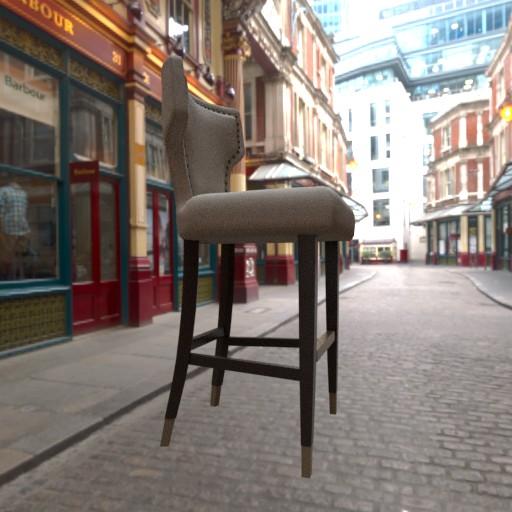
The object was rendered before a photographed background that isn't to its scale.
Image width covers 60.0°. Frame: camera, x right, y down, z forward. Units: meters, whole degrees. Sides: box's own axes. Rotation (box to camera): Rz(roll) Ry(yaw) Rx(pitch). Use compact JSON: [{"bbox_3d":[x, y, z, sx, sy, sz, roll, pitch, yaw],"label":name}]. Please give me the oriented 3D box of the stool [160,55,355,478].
[{"bbox_3d":[0.000,0.000,1.381,0.563,1.092,0.526,0,0,18],"label":"stool"}]
